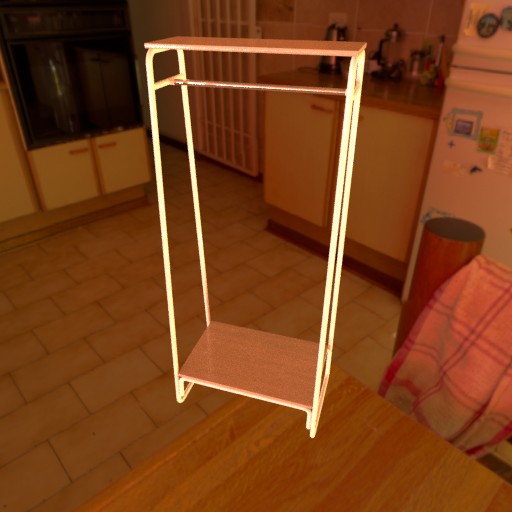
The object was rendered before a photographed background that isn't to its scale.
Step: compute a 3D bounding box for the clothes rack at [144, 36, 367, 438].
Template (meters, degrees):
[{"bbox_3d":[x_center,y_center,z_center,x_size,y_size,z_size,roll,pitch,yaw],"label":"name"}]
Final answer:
[{"bbox_3d":[0.000,0.000,1.736,0.640,1.512,0.400,9,32,15],"label":"clothes rack"}]
